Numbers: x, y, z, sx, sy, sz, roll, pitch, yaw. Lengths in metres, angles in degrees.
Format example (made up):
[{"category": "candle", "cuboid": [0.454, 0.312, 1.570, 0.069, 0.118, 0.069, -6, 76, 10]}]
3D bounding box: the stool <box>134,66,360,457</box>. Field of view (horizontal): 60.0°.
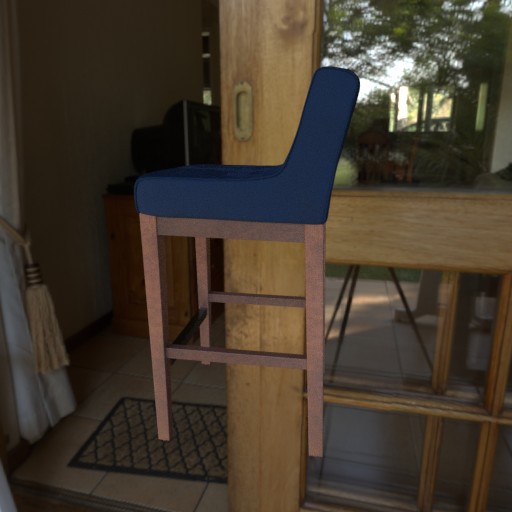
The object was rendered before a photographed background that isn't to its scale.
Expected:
[{"category": "stool", "cuboid": [0.000, 0.000, 1.278, 0.516, 0.945, 0.511, 2, 15, 9]}]
